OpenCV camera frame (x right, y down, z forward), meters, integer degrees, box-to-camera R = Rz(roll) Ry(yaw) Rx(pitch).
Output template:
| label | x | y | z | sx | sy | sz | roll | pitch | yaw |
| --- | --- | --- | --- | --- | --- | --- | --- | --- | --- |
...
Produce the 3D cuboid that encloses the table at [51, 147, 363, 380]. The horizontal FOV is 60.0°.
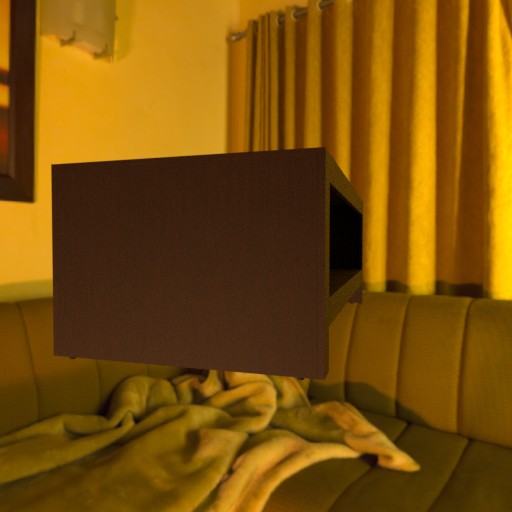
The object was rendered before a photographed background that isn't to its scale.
| label | x | y | z | sx | sy | sz | roll | pitch | yaw |
| --- | --- | --- | --- | --- | --- | --- | --- | --- | --- |
| table | 0.000 | 0.000 | 1.410 | 0.597 | 0.424 | 1.099 | 0 | 2 | 17 |
